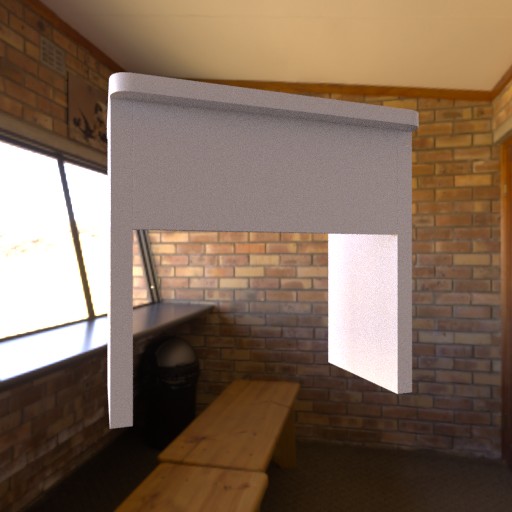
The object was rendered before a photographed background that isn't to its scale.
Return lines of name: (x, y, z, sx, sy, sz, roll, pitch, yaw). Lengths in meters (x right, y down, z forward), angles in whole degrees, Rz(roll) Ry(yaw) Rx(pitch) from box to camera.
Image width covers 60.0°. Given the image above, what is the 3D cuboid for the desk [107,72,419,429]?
desk: (0.000, 0.000, 1.247, 0.790, 0.760, 0.446, 0, 0, -19)
